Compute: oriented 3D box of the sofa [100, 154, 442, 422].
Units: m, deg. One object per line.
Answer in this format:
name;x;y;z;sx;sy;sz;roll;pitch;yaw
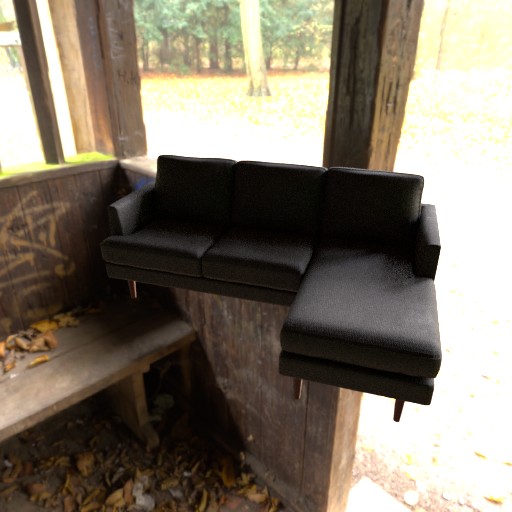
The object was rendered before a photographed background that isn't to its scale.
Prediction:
sofa;0.000;0.000;2.915;2.233;0.956;1.504;8;27;16
